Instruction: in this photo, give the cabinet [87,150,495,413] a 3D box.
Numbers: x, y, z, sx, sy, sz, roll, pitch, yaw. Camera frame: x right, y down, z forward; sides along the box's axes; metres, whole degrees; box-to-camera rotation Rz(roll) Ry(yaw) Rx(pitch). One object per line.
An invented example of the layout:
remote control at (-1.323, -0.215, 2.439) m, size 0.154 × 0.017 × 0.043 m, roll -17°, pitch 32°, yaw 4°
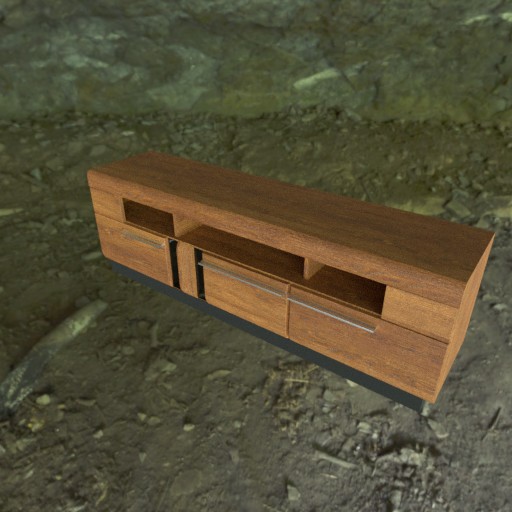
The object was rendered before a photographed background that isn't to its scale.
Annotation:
cabinet at (0.000, 0.000, 1.812) m, size 1.600 × 0.510 × 0.419 m, roll 19°, pitch 35°, yaw 31°
